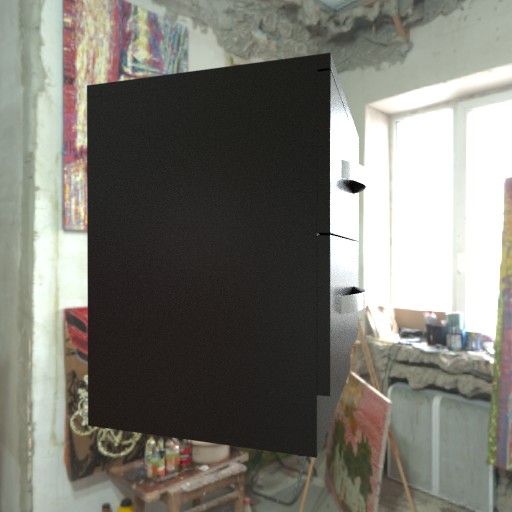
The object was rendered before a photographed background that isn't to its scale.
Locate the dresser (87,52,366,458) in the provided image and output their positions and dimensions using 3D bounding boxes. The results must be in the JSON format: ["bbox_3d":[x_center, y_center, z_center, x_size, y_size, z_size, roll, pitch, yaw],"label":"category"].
[{"bbox_3d":[0.000,0.000,0.746,0.360,0.470,0.400,0,1,17],"label":"dresser"}]
